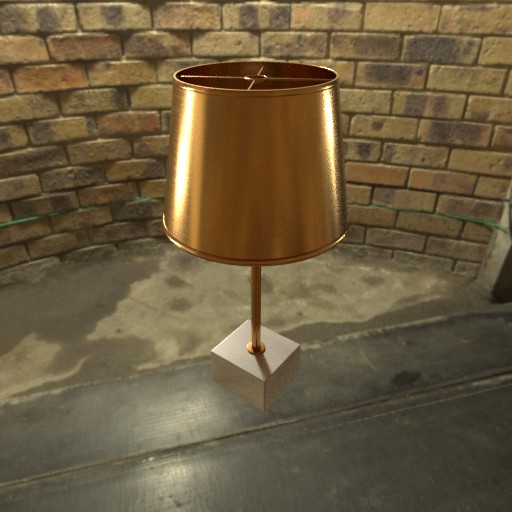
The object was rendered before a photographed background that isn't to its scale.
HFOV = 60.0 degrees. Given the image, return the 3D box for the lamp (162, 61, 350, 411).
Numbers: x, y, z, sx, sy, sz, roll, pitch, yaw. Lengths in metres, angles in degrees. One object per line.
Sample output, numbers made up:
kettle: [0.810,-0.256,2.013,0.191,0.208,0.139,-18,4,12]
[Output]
lamp: [0.000,0.000,0.526,0.208,0.406,0.208,0,32,0]
